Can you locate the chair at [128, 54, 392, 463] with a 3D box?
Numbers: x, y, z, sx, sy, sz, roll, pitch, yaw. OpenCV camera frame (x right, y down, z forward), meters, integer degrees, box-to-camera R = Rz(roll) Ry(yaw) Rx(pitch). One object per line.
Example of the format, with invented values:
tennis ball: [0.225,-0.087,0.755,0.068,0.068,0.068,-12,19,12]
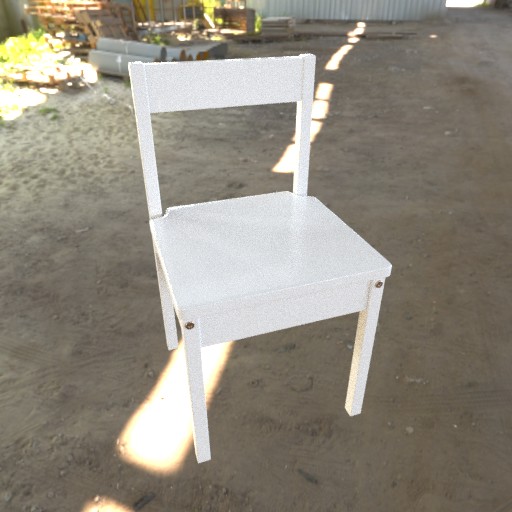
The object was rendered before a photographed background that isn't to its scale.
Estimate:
chair: [0.000,0.000,0.863,0.367,0.668,0.361,-10,33,-16]
